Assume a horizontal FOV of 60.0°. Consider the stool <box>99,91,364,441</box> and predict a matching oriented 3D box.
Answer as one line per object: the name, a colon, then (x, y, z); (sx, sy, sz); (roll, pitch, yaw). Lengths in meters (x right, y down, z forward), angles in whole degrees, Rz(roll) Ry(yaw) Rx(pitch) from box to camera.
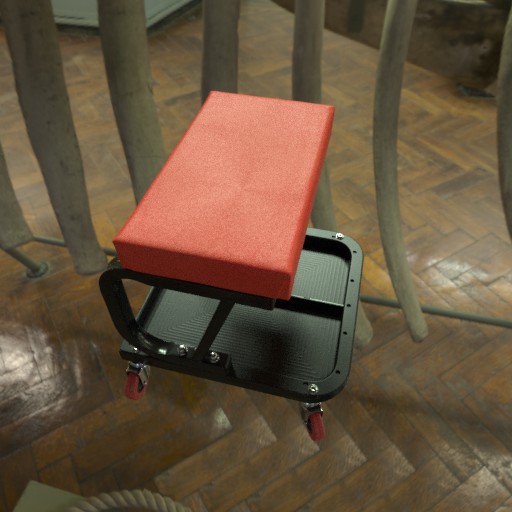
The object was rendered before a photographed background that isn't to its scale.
stool: (0.000, 0.000, 0.745); (0.371, 0.380, 0.446); (11, 49, 10)
